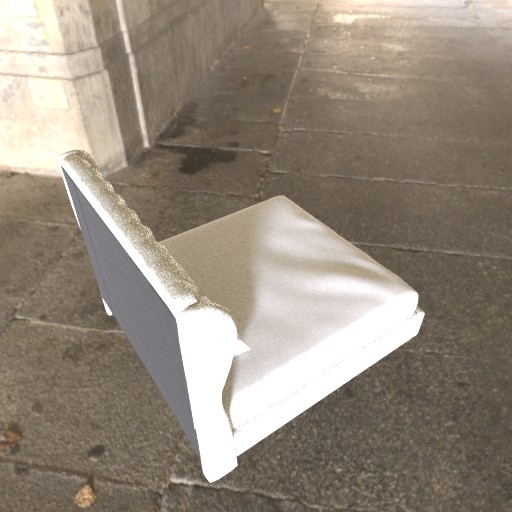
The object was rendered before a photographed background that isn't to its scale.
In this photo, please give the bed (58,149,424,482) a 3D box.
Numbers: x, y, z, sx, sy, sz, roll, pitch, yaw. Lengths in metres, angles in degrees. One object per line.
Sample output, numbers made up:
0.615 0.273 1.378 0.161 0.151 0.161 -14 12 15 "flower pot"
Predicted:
0.000 0.000 3.868 2.347 1.771 2.219 -24 46 -26 "bed"
